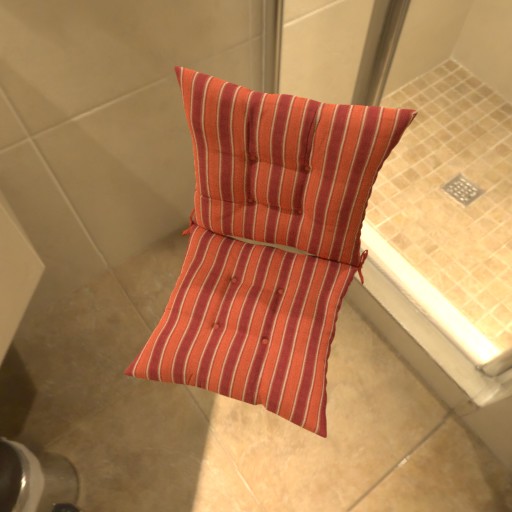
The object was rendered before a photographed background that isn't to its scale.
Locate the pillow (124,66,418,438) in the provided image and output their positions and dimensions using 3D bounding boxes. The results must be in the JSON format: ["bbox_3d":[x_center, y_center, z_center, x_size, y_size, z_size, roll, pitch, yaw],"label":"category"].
[{"bbox_3d":[0.000,0.000,0.996,0.541,0.536,0.585,14,60,8],"label":"pillow"}]
